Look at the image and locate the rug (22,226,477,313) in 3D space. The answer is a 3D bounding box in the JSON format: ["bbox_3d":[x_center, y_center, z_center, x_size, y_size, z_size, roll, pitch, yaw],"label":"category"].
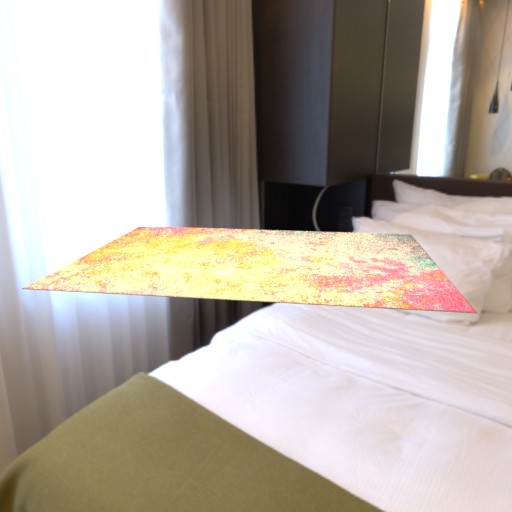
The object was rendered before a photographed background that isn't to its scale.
[{"bbox_3d":[0.000,0.000,3.728,2.896,0.013,2.007,2,16,8],"label":"rug"}]
